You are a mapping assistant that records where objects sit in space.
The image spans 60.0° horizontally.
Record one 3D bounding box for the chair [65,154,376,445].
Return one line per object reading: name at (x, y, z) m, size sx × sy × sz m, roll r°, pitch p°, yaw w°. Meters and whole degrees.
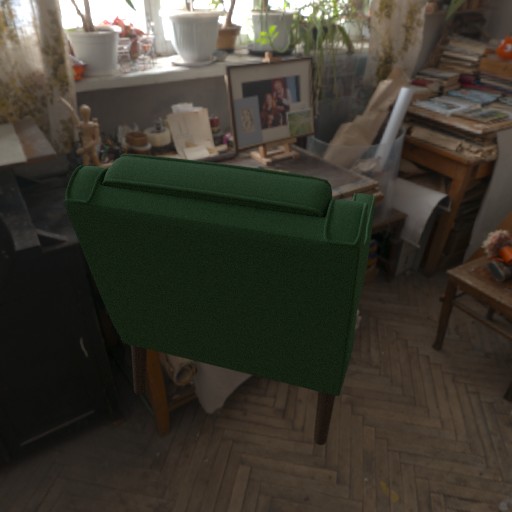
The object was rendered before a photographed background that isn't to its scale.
chair at (0.000, 0.000, 1.357) m, size 0.663 × 0.792 × 0.743 m, roll 10°, pitch 35°, yaw 15°
